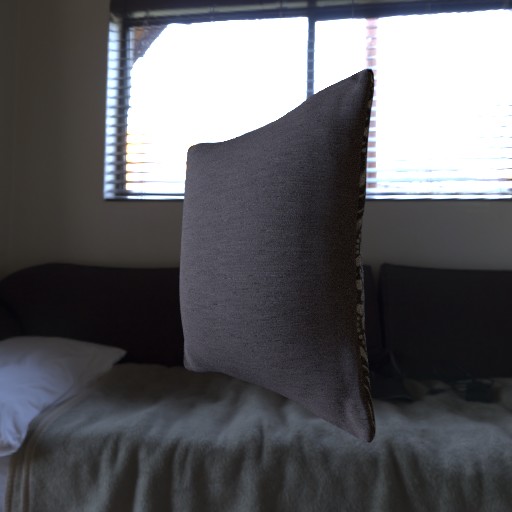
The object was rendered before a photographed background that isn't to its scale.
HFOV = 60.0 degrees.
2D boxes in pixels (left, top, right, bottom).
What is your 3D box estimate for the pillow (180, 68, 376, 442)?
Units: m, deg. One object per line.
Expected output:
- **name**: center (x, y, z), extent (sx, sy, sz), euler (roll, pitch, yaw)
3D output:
- **pillow**: center (0.000, 0.000, 0.659), extent (0.148, 0.417, 0.436), euler (1, -1, -37)
